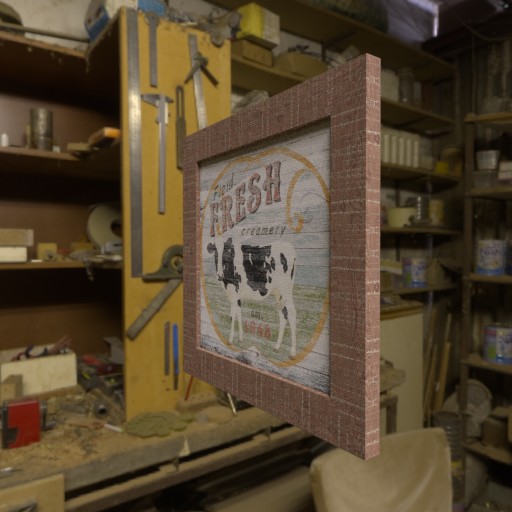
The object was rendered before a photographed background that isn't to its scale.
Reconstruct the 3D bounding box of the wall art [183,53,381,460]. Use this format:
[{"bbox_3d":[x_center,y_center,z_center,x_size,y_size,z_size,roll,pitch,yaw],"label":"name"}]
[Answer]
[{"bbox_3d":[0.000,0.000,0.801,0.029,0.531,0.531,0,1,-36],"label":"wall art"}]
